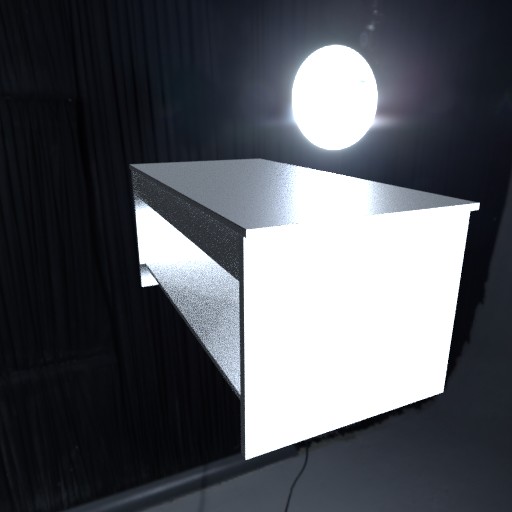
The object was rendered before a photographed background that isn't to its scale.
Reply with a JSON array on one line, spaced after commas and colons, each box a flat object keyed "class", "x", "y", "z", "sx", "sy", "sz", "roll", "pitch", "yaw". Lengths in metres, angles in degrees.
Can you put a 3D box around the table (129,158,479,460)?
[{"class": "table", "x": 0.000, "y": 0.000, "z": 1.265, "sx": 0.500, "sy": 0.441, "sz": 1.000, "roll": -8, "pitch": 19, "yaw": -24}]
